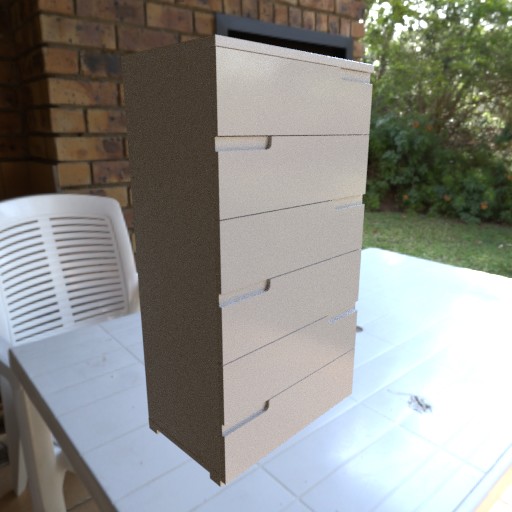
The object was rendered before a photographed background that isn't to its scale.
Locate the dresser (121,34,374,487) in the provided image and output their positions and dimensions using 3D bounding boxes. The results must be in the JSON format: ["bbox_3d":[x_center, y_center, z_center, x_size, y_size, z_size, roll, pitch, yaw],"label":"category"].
[{"bbox_3d":[0.000,0.000,1.462,0.400,1.190,0.650,15,22,43],"label":"dresser"}]
